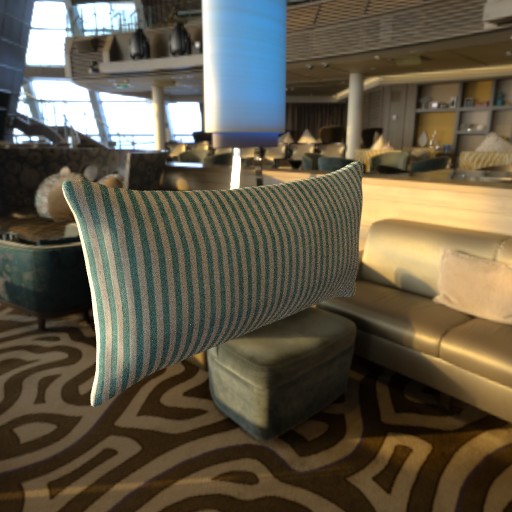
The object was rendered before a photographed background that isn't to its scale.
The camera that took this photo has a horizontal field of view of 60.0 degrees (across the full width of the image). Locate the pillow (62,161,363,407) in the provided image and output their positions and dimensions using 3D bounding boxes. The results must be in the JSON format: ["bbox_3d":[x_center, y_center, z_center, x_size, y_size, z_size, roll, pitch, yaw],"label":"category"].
[{"bbox_3d":[0.000,0.000,0.748,0.617,0.295,0.151,-15,21,-43],"label":"pillow"}]
